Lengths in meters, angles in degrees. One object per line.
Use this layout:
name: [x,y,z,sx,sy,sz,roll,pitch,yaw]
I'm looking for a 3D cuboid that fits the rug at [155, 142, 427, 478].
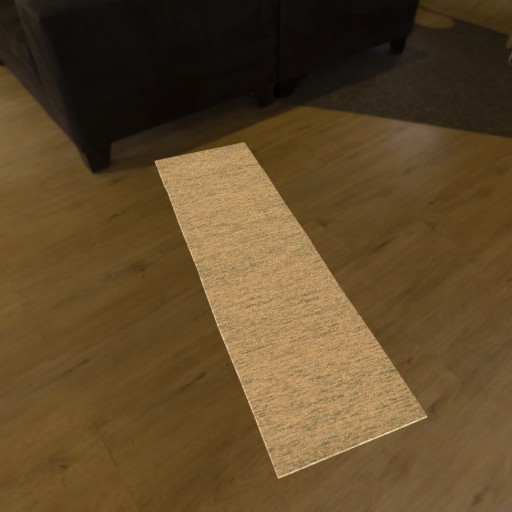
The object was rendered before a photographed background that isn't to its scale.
rug: [0.000,0.000,2.539,0.700,0.014,2.290,-15,48,-14]
